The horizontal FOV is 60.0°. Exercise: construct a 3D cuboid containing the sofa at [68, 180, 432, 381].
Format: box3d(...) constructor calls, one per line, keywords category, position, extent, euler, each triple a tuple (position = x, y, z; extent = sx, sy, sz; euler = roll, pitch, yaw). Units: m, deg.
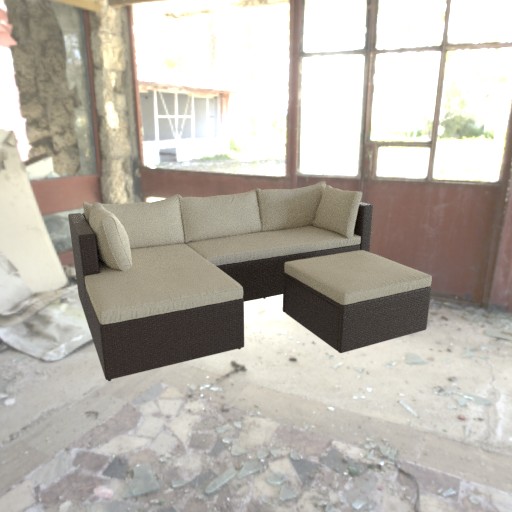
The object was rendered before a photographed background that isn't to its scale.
box3d(category="sofa", position=(0.000, 0.000, 3.014), extent=(2.192, 0.766, 1.612), euler=(-8, 19, -26))
